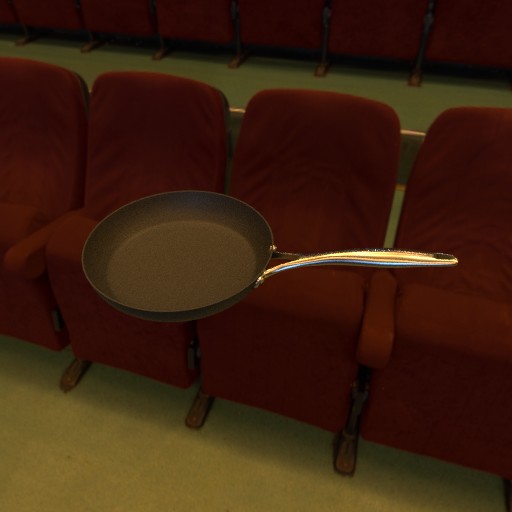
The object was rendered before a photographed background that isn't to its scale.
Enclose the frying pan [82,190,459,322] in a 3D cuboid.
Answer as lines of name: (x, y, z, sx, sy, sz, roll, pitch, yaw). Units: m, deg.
frying pan: (0.000, 0.000, 0.577, 0.472, 0.105, 0.255, 11, 42, 13)
